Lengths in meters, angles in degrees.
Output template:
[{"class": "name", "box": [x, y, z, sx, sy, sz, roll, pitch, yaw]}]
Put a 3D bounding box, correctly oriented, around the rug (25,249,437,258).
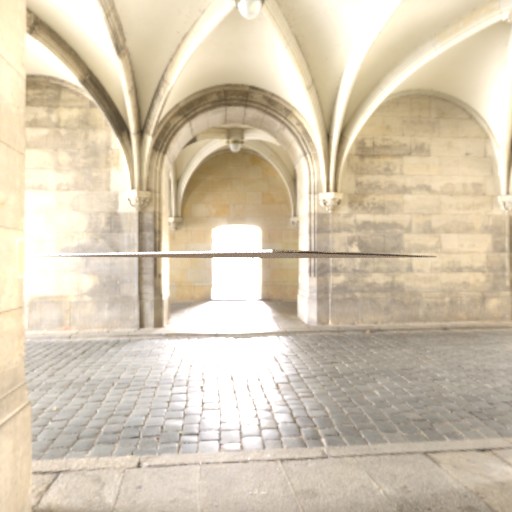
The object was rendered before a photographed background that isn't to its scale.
[{"class": "rug", "box": [0.000, 0.000, 4.123, 2.457, 0.015, 3.049, -1, -1, 36]}]
